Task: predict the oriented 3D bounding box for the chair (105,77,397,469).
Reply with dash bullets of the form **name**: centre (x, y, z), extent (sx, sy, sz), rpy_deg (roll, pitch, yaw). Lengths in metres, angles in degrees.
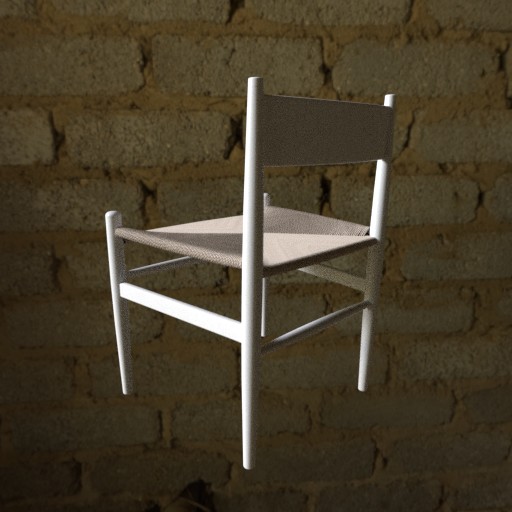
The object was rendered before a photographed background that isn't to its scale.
- **chair**: centre (0.000, 0.000, 1.113), extent (0.556, 0.762, 0.495), rpy_deg (-14, 20, -42)
